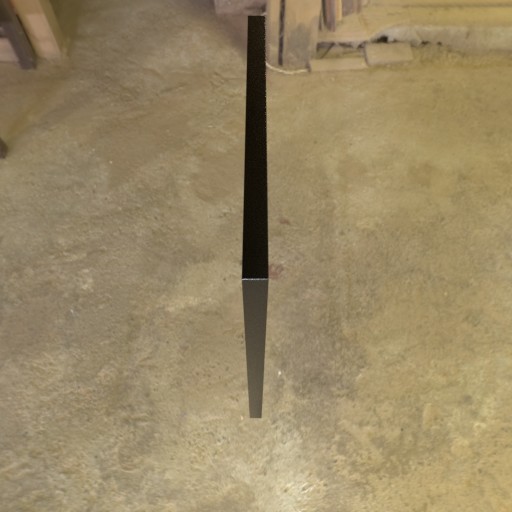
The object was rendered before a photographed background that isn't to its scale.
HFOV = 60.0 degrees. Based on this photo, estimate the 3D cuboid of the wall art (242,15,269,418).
[{"bbox_3d":[0.000,0.000,0.578,0.019,0.455,0.314,0,59,0],"label":"wall art"}]
